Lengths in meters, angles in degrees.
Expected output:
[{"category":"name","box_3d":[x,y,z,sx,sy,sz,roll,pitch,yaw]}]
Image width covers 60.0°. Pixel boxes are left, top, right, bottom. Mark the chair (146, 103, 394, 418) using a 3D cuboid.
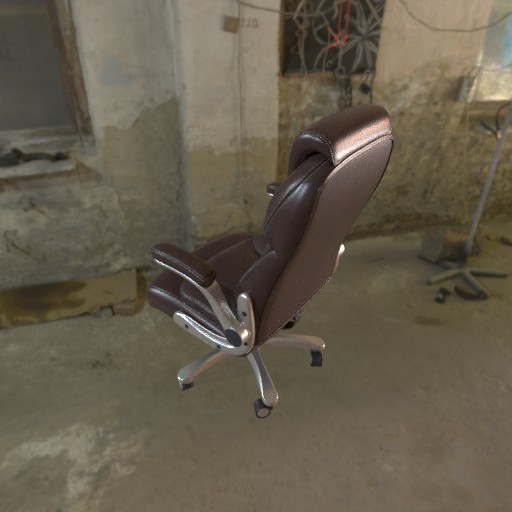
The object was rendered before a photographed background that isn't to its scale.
[{"category":"chair","box_3d":[0.000,0.000,1.688,0.774,1.160,0.733,21,37,30]}]
